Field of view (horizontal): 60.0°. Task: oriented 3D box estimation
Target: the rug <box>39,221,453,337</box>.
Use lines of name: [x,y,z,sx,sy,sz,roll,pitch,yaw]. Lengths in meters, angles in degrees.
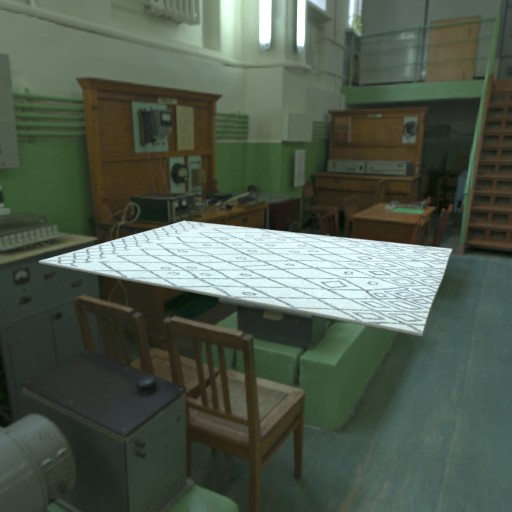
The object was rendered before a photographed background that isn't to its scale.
rug: [0.000,0.000,2.335,1.828,0.015,1.222,8,17,26]
